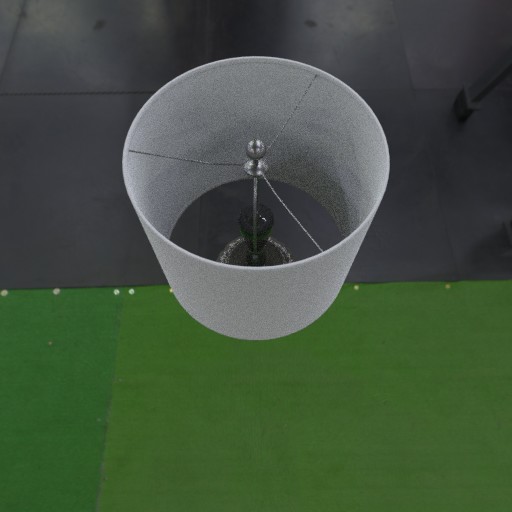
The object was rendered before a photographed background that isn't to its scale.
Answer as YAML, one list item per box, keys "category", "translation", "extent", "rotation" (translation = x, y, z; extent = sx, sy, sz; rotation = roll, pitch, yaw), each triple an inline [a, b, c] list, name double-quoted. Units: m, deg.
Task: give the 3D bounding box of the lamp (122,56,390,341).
- category: "lamp"
  translation: [0.000, 0.000, 0.508]
  extent: [0.203, 0.389, 0.203]
  rotation: [1, 64, 1]
